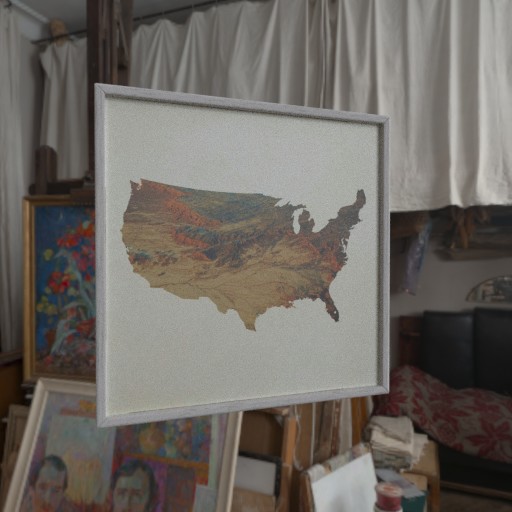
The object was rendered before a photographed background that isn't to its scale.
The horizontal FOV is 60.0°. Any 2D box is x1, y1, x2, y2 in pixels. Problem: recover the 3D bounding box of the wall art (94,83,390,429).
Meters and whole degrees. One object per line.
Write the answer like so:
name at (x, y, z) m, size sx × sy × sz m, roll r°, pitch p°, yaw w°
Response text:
wall art at (0.000, 0.000, 1.889) m, size 1.287 × 1.288 × 0.078 m, roll 0°, pitch 1°, yaw -19°
